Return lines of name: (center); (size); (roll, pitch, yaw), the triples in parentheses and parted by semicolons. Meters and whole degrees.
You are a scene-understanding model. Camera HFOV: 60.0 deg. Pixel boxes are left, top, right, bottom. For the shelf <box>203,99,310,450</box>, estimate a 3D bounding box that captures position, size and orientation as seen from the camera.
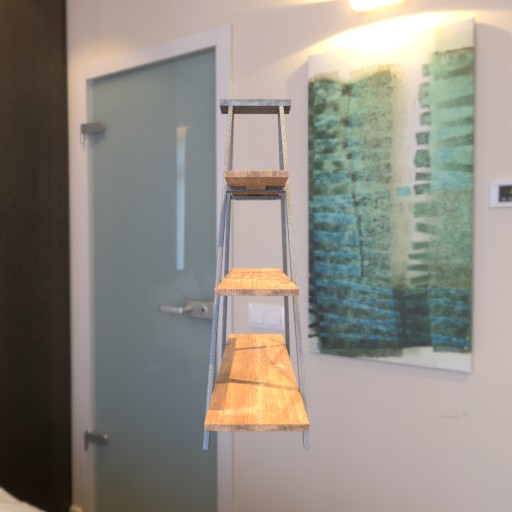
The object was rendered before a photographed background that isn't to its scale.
shelf: (0.000, 0.000, 2.634); (0.508, 1.808, 1.746); (0, 2, 0)
